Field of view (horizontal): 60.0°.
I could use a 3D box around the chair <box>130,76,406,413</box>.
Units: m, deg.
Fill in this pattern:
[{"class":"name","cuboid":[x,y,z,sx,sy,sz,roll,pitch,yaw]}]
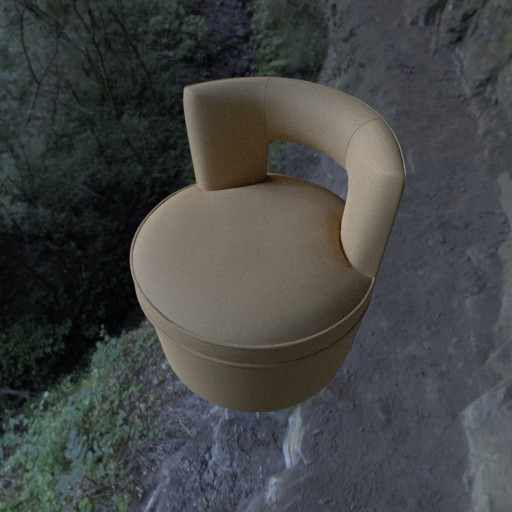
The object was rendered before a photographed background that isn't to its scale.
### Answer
[{"class":"chair","cuboid":[0.000,0.000,1.212,0.650,0.723,0.665,30,54,25]}]
